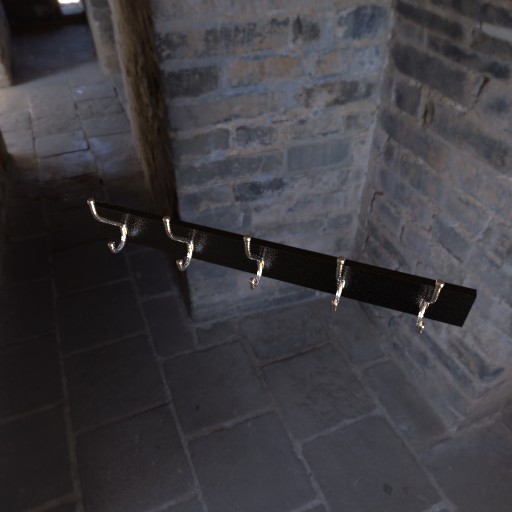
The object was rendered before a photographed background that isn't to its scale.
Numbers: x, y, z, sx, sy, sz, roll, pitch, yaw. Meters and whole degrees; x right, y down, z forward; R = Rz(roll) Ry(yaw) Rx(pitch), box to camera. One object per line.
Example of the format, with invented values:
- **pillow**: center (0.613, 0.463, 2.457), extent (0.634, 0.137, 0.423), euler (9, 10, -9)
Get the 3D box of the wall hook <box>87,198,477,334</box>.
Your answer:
- **wall hook**: center (0.000, 0.000, 0.613), extent (0.571, 0.117, 0.071), euler (14, 43, 15)
